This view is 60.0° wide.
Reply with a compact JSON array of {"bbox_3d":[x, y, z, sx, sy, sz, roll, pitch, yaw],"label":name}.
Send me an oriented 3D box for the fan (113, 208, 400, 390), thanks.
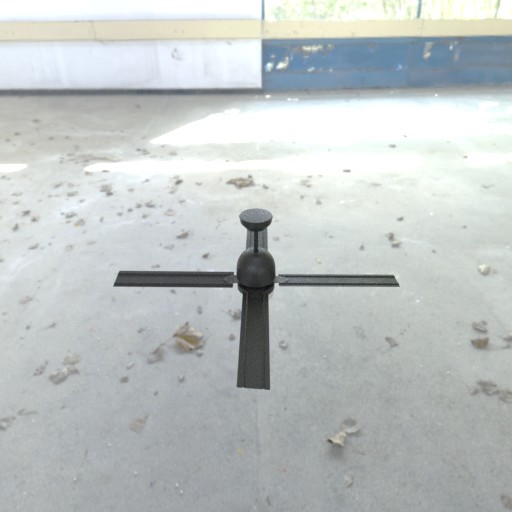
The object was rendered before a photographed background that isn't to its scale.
[{"bbox_3d":[0.000,0.000,2.014,1.319,0.410,1.319,0,32,-1],"label":"fan"}]
